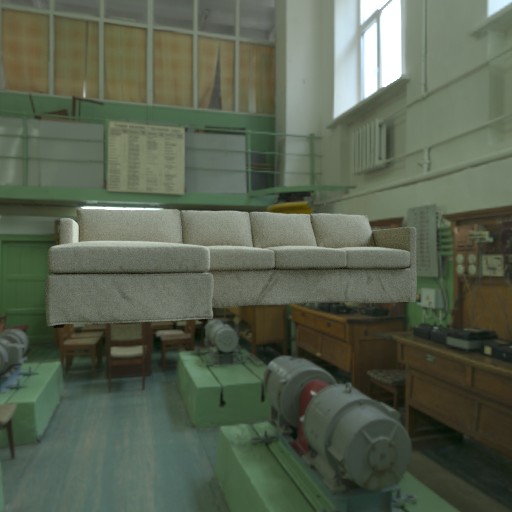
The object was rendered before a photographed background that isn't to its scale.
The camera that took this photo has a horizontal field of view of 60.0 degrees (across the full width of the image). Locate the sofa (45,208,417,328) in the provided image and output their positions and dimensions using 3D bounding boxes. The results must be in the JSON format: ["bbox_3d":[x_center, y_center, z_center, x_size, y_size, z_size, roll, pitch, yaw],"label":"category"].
[{"bbox_3d":[0.000,0.000,3.873,3.205,0.922,1.650,0,0,-18],"label":"sofa"}]
